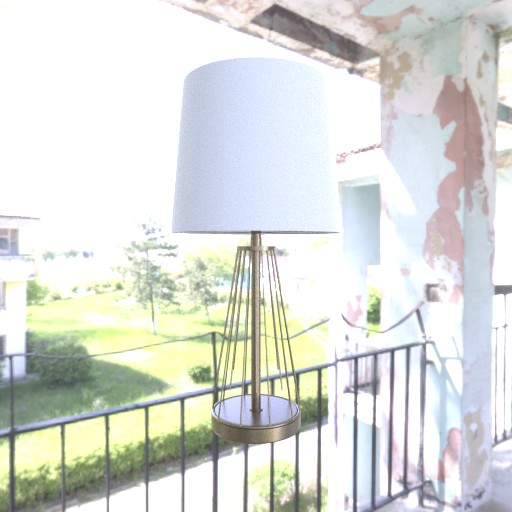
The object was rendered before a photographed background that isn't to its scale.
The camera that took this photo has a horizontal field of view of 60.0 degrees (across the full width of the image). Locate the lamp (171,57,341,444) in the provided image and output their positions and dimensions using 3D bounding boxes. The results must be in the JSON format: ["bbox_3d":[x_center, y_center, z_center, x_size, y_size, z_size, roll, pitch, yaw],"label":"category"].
[{"bbox_3d":[0.000,0.000,0.803,0.303,0.618,0.303,0,2,0],"label":"lamp"}]
